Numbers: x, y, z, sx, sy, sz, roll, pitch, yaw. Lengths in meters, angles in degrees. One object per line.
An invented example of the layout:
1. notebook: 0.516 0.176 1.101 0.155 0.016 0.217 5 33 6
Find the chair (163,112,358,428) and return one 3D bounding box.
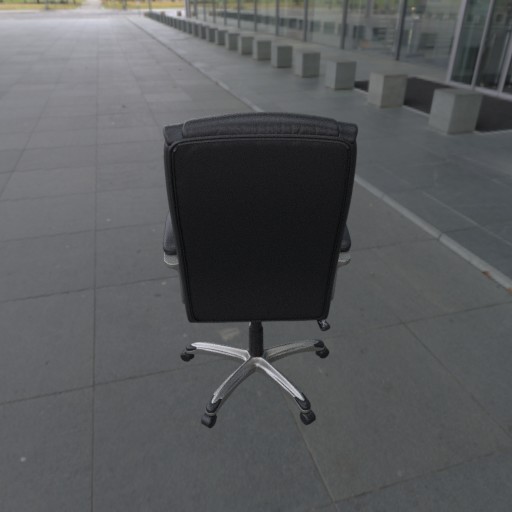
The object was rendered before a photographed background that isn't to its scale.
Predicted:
1. chair: 0.000 0.000 1.612 0.663 1.155 0.739 -1 30 -2
